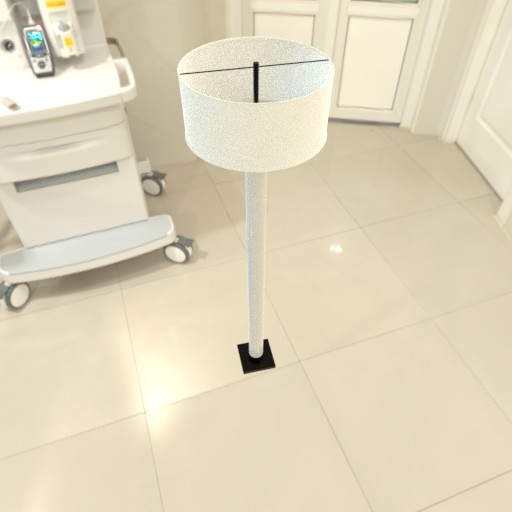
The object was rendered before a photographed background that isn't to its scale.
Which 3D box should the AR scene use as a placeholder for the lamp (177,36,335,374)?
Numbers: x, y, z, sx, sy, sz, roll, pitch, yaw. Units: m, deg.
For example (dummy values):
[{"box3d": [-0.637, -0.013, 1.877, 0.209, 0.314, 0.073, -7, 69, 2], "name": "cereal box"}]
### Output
[{"box3d": [0.000, 0.000, 1.705, 0.420, 1.475, 0.420, -9, 47, -9], "name": "lamp"}]
